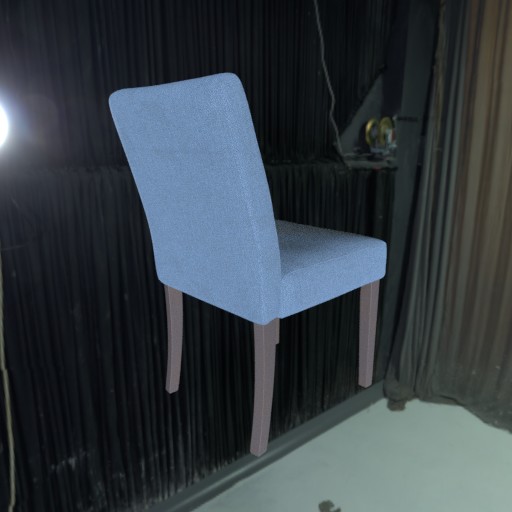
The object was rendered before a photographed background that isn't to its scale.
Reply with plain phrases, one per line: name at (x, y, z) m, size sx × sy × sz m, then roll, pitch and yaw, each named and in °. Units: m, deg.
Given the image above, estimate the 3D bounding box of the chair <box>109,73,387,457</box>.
chair at (0.000, 0.000, 1.252) m, size 0.629 × 0.882 × 0.487 m, roll -14°, pitch 21°, yaw -42°
